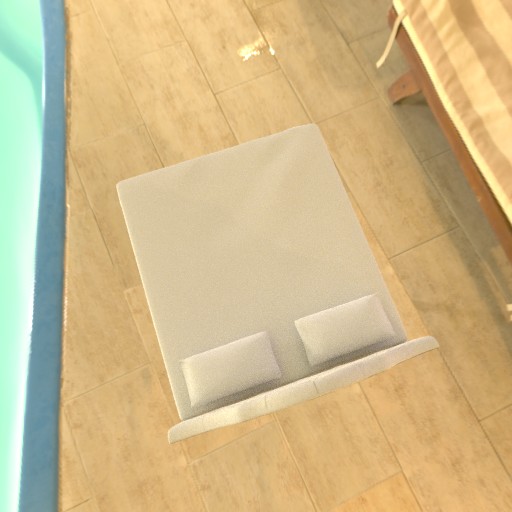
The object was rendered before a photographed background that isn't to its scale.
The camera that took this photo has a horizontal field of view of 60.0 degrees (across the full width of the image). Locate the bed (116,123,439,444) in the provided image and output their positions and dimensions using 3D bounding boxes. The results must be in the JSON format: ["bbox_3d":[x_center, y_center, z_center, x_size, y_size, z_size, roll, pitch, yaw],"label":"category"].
[{"bbox_3d":[0.000,0.000,3.537,2.008,1.615,2.214,-18,75,-5],"label":"bed"}]
